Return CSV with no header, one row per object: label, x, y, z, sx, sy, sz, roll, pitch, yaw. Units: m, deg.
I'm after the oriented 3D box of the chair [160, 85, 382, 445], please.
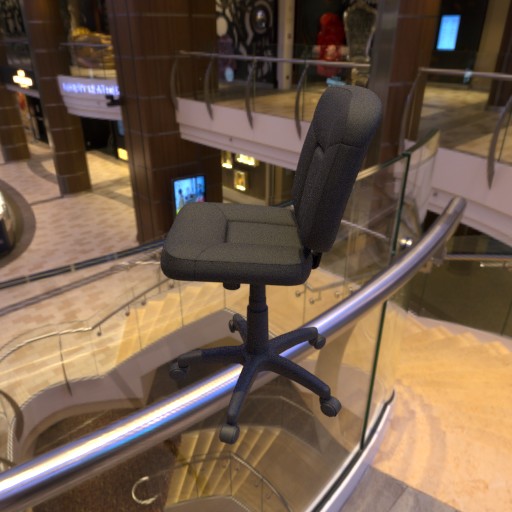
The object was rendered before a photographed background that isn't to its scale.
chair,0.000,0.000,1.363,0.610,0.972,0.610,0,27,0
